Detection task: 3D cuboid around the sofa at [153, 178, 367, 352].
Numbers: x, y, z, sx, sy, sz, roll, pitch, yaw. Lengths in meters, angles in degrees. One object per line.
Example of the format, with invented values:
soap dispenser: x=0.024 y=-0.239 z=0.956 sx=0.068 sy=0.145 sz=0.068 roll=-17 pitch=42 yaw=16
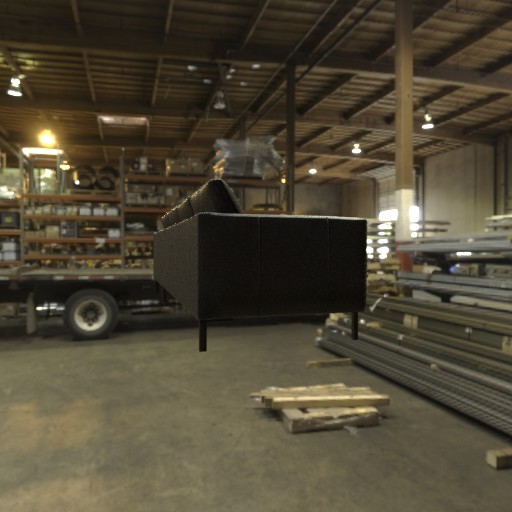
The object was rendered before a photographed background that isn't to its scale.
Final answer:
sofa: x=0.000 y=0.000 z=3.674 sx=1.471 sy=0.859 sz=2.993 roll=0 pitch=1 yaw=-17
